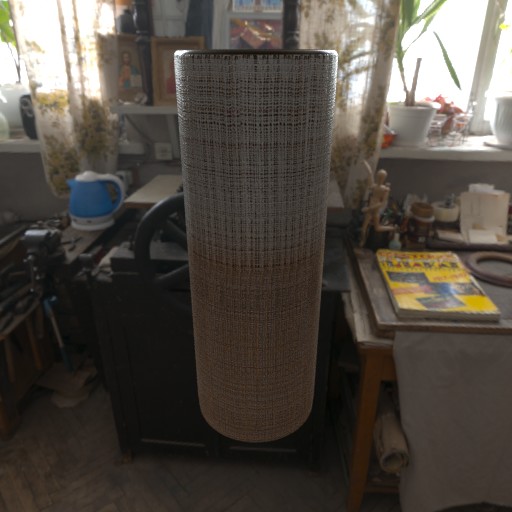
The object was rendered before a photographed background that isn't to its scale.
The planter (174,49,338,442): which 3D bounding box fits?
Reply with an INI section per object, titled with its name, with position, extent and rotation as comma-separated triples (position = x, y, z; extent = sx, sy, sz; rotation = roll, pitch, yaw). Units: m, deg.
[planter]
position = 0.000, 0.000, 0.329
extent = 0.099, 0.278, 0.099
rotation = -17, 30, -32
